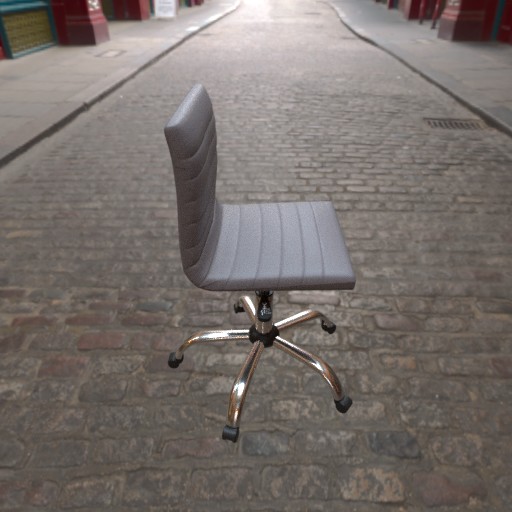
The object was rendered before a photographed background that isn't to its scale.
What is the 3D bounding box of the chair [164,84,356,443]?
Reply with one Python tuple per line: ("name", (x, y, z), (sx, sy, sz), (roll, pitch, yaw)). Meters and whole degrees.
("chair", (0.000, 0.000, 1.143), (0.530, 0.780, 0.556), (1, 32, 1))
